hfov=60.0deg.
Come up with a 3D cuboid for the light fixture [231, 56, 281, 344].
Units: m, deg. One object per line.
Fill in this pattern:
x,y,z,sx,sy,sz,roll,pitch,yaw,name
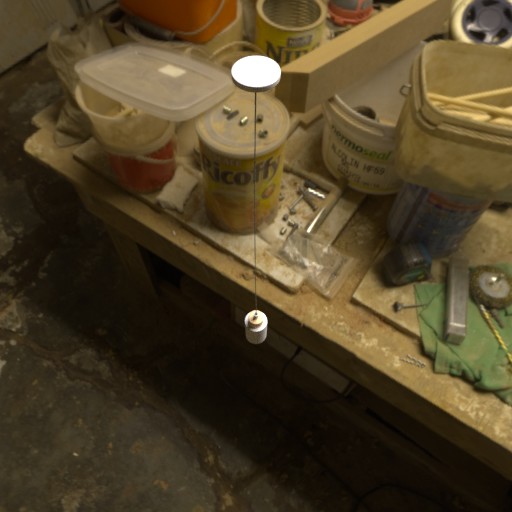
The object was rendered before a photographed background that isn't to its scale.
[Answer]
0.000,0.000,1.885,0.125,1.798,0.125,32,64,18,light fixture
